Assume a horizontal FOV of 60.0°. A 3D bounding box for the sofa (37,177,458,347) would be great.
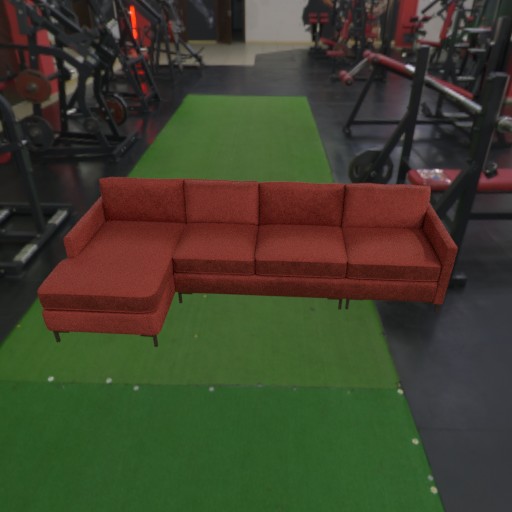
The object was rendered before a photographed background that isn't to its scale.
[{"bbox_3d":[0.000,0.000,4.025,3.400,0.967,1.500,2,32,3],"label":"sofa"}]
